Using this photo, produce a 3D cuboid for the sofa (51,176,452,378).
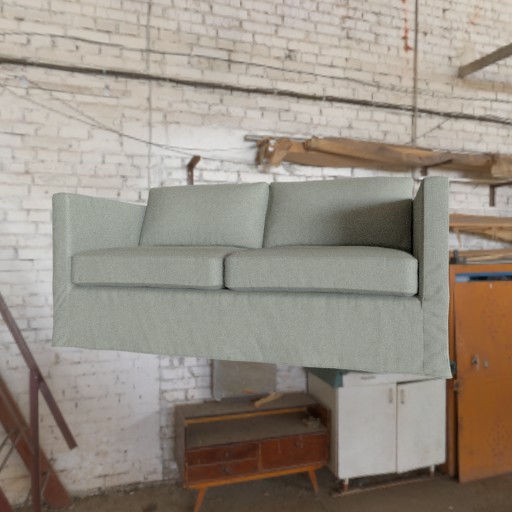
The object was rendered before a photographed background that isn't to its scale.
[{"bbox_3d":[0.000,0.000,2.226,1.727,0.830,0.944,0,1,17],"label":"sofa"}]
